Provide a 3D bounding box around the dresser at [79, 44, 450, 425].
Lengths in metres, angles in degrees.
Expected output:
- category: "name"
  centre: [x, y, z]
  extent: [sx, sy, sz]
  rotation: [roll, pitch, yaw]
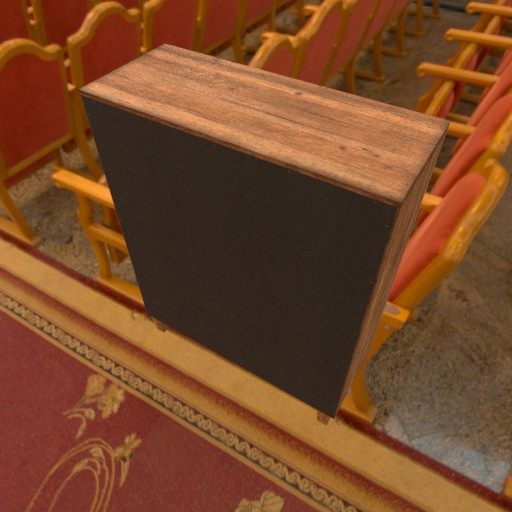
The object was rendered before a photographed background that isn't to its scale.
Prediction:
- category: "dresser"
  centre: [0.000, 0.000, 1.851]
  extent: [1.067, 1.359, 0.438]
  rotation: [24, 51, 21]
